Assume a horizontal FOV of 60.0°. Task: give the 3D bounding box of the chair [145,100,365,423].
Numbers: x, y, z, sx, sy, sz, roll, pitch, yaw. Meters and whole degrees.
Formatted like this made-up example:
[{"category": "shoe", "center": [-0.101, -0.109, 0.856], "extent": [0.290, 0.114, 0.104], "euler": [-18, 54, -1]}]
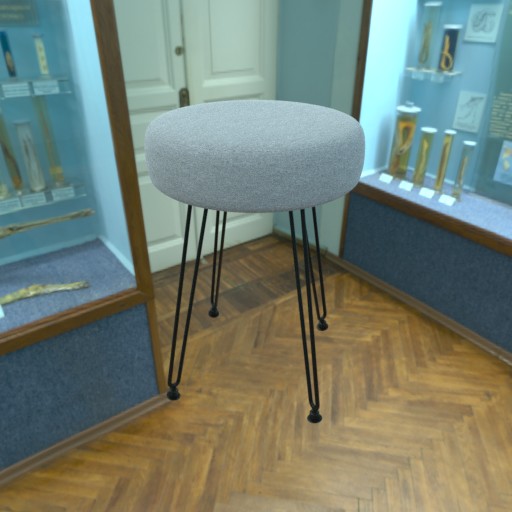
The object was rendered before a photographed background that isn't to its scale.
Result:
[{"category": "chair", "center": [0.000, 0.000, 0.707], "extent": [0.350, 0.440, 0.350], "euler": [-18, 34, -29]}]
